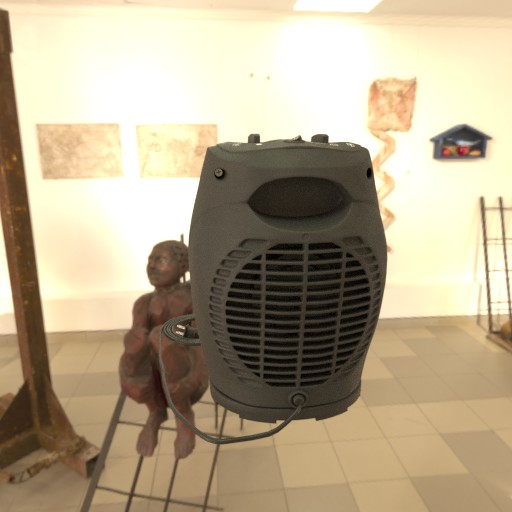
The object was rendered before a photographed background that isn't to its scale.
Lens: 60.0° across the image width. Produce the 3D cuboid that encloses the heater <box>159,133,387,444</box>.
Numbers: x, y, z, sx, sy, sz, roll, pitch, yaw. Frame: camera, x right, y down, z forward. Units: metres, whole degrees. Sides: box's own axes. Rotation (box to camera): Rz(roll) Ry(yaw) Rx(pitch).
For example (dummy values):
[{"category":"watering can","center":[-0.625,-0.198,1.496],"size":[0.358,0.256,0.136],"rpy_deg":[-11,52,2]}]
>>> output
[{"category":"heater","center":[0.000,0.000,0.483],"size":[0.239,0.255,0.291],"rpy_deg":[-1,14,-6]}]
